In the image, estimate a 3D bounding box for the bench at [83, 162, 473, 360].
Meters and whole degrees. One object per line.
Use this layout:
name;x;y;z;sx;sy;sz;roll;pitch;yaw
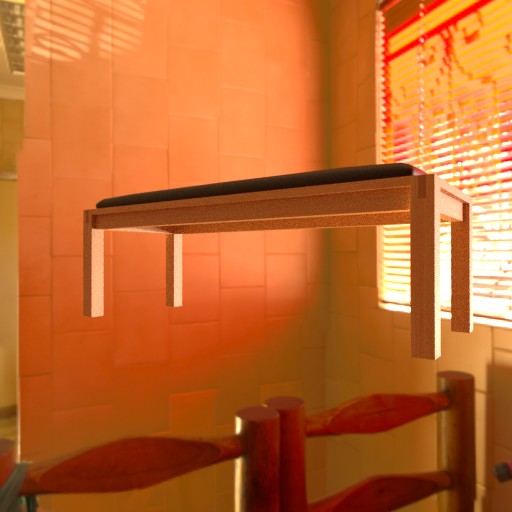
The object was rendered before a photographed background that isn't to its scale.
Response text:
bench;0.000;0.000;1.430;1.202;0.430;0.450;0;0;35
